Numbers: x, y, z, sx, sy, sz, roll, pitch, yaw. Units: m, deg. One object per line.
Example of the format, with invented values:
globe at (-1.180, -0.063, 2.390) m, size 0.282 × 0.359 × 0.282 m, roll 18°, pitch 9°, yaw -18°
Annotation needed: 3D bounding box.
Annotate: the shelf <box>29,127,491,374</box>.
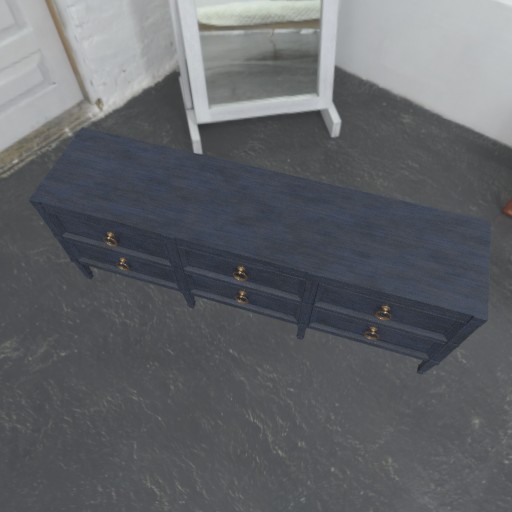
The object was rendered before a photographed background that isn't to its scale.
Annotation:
shelf at (0.000, 0.000, 2.152) m, size 1.878 × 0.715 × 0.471 m, roll 15°, pitch 59°, yaw 9°
